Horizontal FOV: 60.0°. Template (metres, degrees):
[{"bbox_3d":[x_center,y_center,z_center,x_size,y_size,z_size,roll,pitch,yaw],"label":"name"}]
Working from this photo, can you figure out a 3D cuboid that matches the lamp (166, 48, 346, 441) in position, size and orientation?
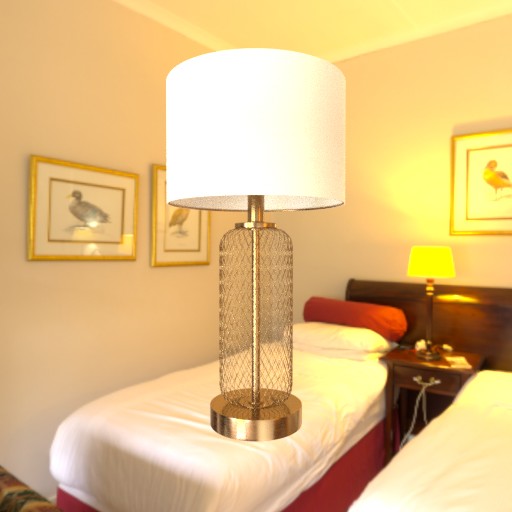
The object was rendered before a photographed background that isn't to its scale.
[{"bbox_3d":[0.000,0.000,0.640,0.252,0.483,0.252,0,1,-1],"label":"lamp"}]
